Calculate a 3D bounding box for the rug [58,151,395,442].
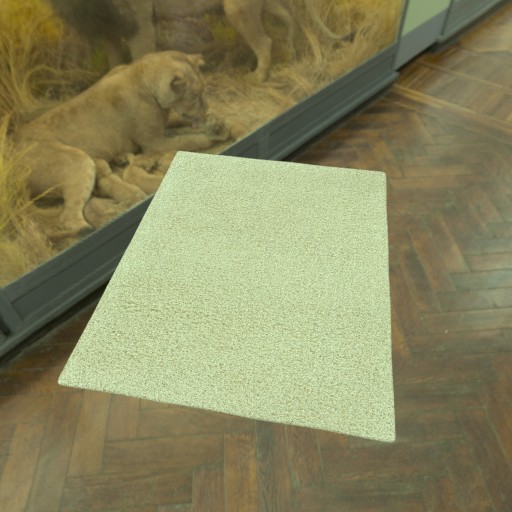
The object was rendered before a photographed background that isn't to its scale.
[{"bbox_3d":[0.000,0.000,4.133,2.438,0.029,3.047,7,47,7],"label":"rug"}]
